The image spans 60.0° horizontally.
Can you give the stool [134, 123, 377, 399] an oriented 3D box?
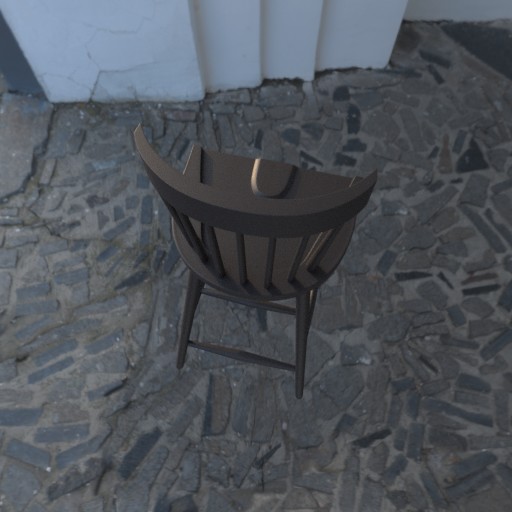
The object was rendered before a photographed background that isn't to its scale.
[{"bbox_3d":[0.000,0.000,1.250,0.494,0.953,0.549,12,64,6],"label":"stool"}]
